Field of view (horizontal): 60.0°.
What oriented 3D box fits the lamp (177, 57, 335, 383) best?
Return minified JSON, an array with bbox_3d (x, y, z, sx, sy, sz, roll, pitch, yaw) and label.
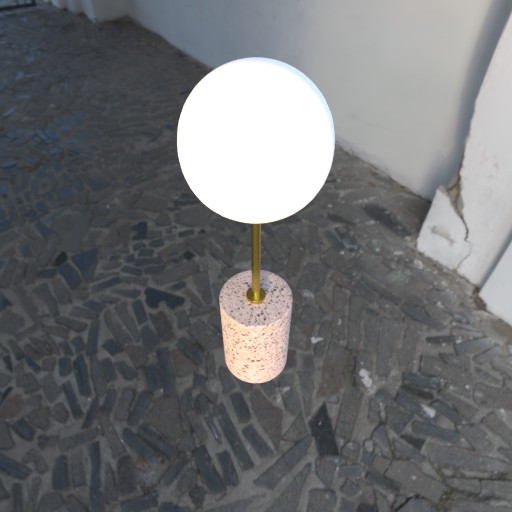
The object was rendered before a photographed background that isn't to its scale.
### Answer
[{"bbox_3d":[0.000,0.000,0.556,0.153,0.480,0.153,0,47,0],"label":"lamp"}]
